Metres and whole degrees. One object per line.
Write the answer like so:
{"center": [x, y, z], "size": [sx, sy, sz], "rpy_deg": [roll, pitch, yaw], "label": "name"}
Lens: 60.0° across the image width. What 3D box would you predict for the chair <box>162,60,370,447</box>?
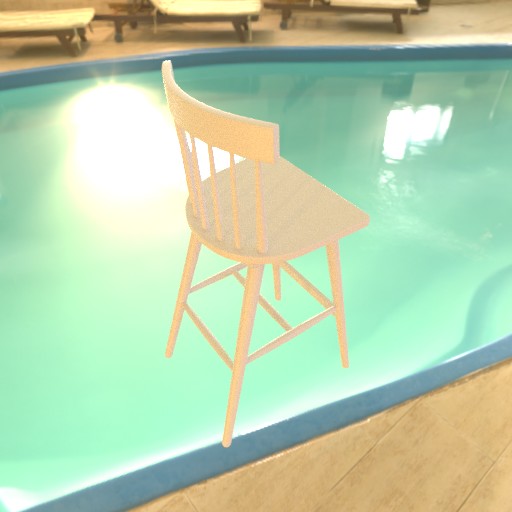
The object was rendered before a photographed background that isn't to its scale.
{"center": [0.000, 0.000, 1.386], "size": [0.572, 1.092, 0.483], "rpy_deg": [-24, 46, -25], "label": "chair"}
